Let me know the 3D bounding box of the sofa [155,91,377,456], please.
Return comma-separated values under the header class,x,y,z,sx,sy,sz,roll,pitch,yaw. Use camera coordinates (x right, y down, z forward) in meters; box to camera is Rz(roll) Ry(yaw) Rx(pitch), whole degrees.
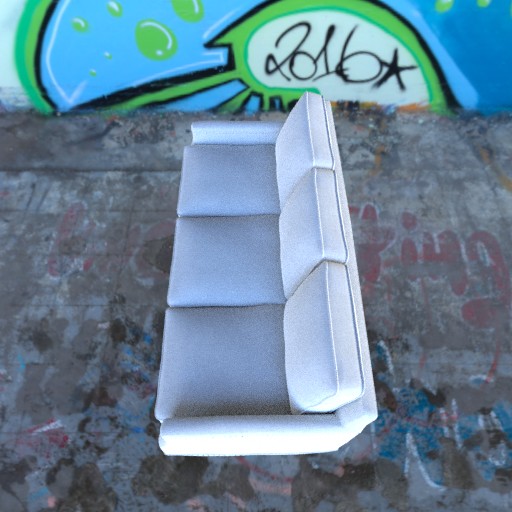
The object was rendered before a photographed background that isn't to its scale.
class,x,y,z,sx,sy,sz,roll,pitch,yaw
sofa,0.000,0.000,2.830,1.084,1.003,2.246,0,57,0
